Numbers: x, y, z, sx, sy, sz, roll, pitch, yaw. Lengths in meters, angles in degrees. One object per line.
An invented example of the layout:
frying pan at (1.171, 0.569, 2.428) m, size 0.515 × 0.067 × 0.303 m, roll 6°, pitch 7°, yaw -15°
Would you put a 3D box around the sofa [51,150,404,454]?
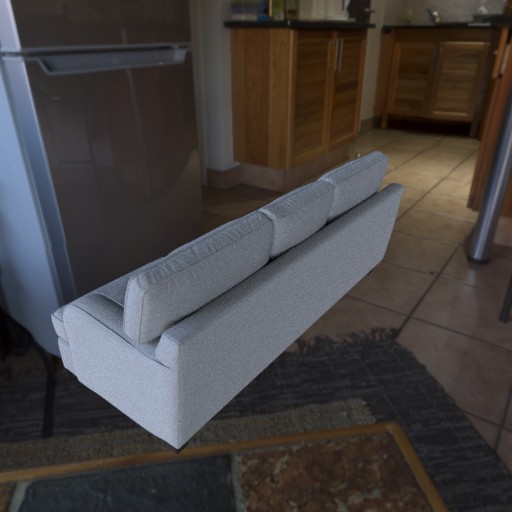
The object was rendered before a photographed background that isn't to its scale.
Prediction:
sofa at (0.000, 0.000, 2.850) m, size 1.016 × 0.997 × 2.323 m, roll 20°, pitch 34°, yaw 32°
